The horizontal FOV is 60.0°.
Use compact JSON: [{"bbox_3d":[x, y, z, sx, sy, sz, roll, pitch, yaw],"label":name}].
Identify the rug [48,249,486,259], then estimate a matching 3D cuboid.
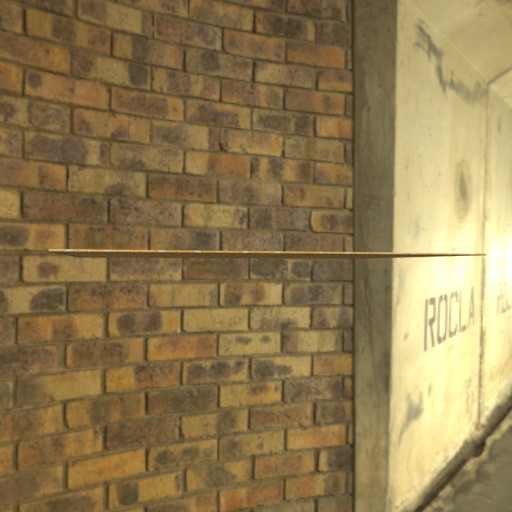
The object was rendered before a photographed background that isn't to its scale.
[{"bbox_3d":[0.000,0.000,2.321,1.829,0.010,1.213,0,-1,-17],"label":"rug"}]
